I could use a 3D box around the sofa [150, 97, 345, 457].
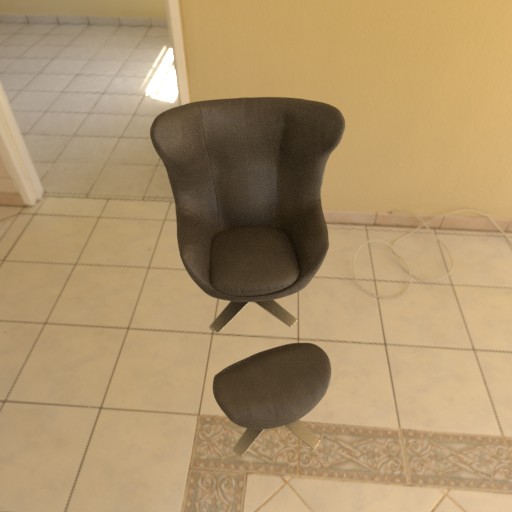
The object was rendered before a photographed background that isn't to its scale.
[{"bbox_3d":[0.000,0.000,2.148,0.894,1.135,1.444,-4,44,-4],"label":"sofa"}]
